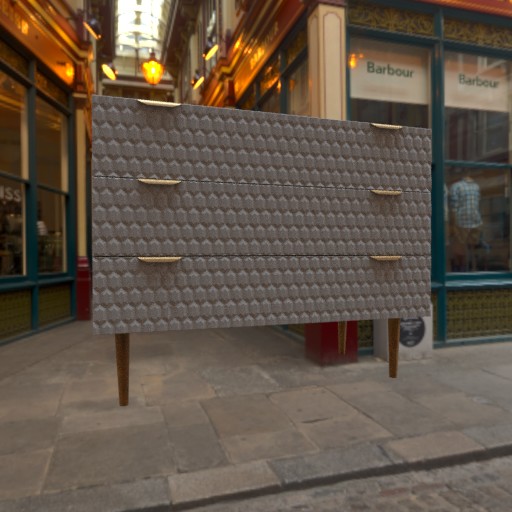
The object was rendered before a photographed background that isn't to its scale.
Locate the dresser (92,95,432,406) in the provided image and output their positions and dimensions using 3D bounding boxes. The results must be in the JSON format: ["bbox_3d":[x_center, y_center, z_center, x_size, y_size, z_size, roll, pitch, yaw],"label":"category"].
[{"bbox_3d":[0.000,0.000,1.331,0.905,0.721,0.457,0,1,-18],"label":"dresser"}]
